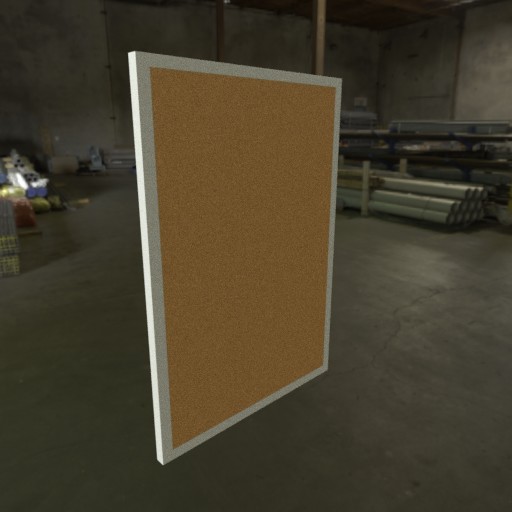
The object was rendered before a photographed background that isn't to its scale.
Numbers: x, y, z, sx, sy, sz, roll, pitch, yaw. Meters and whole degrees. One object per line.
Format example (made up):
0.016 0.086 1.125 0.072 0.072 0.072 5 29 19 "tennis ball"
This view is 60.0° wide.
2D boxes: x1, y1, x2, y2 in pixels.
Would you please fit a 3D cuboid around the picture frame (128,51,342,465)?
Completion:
0.000 0.000 0.552 0.305 0.434 0.013 -14 21 -42 "picture frame"
